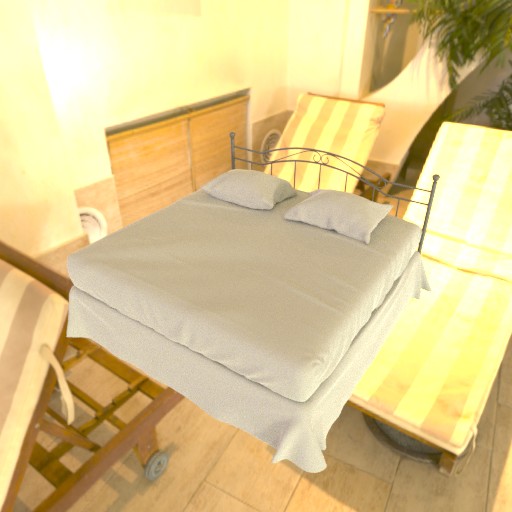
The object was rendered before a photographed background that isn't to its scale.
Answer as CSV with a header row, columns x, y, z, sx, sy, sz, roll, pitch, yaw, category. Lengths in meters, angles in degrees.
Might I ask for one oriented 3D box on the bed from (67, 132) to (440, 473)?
x,y,z,sx,sy,sz,roll,pitch,yaw,category
0.000,0.000,3.429,2.309,1.080,2.220,20,37,29,bed
